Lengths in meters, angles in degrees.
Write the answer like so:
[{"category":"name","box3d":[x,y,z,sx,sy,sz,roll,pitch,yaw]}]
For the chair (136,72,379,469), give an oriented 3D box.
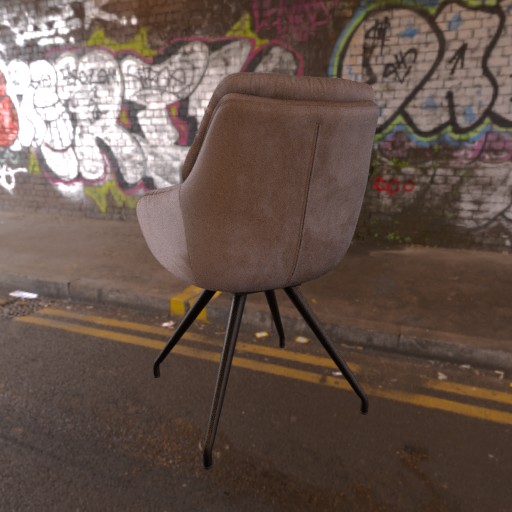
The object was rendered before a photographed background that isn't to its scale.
[{"category":"chair","box3d":[0.000,0.000,1.238,0.579,0.888,0.569,-7,16,-26]}]
